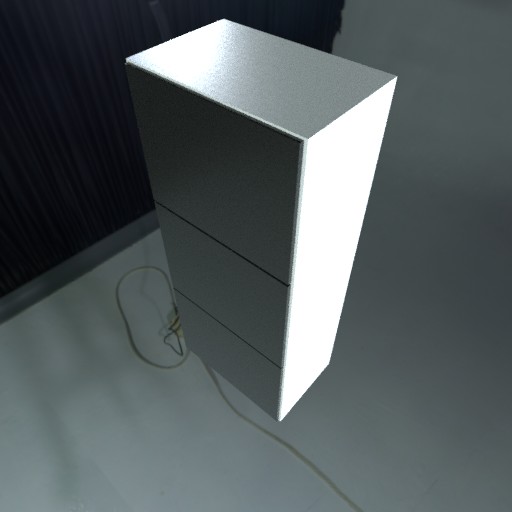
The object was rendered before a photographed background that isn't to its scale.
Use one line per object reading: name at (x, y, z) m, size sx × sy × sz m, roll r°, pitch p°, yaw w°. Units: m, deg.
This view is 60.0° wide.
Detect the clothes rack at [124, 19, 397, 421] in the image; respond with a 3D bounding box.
clothes rack at (0.000, 0.000, 1.387) m, size 0.500 × 1.187 × 0.330 m, roll 32°, pitch 55°, yaw 26°
